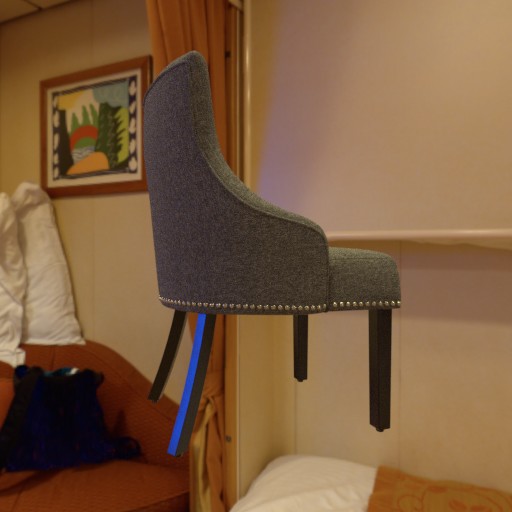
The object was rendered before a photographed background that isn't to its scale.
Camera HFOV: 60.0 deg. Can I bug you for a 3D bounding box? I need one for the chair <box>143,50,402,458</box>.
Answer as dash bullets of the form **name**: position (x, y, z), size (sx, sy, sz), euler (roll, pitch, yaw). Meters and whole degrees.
- **chair**: position (0.000, 0.000, 1.284), size (0.629, 0.909, 0.566), euler (0, 1, -20)
